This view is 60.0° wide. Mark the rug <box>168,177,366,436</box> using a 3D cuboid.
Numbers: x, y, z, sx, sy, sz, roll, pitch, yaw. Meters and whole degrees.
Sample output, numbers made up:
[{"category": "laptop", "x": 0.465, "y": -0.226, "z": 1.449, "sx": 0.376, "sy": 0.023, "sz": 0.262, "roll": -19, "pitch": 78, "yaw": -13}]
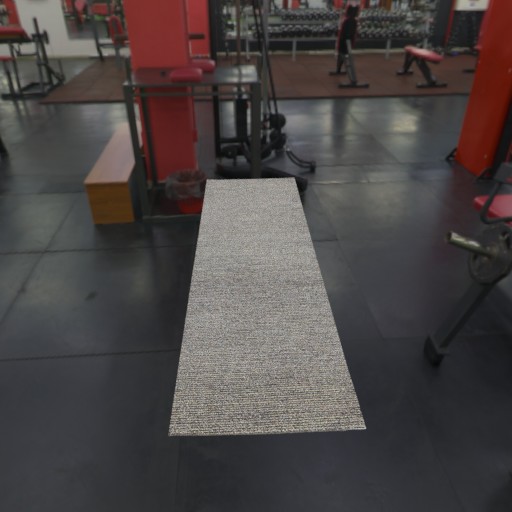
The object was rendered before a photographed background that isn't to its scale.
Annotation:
[{"category": "rug", "x": 0.000, "y": 0.000, "z": 2.535, "sx": 0.697, "sy": 0.013, "sz": 2.335, "roll": -1, "pitch": 32, "yaw": -2}]
